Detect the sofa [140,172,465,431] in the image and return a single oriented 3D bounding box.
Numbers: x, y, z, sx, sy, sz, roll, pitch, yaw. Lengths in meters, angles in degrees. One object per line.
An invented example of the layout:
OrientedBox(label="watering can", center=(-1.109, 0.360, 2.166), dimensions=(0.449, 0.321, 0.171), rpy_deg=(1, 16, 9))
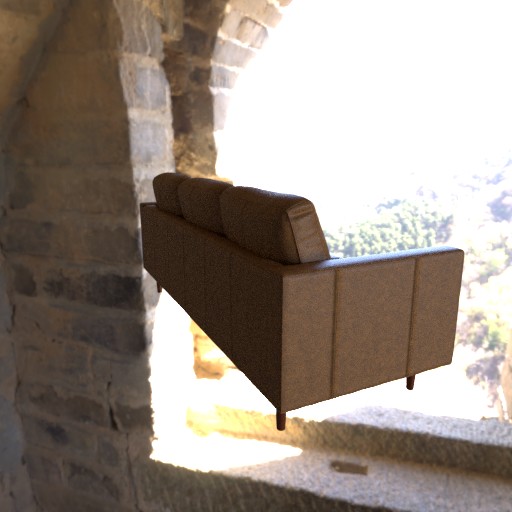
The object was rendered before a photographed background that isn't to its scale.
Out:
OrientedBox(label="sofa", center=(0.000, 0.000, 2.673), dimensions=(0.903, 0.930, 2.231), rpy_deg=(-7, 15, -25))
